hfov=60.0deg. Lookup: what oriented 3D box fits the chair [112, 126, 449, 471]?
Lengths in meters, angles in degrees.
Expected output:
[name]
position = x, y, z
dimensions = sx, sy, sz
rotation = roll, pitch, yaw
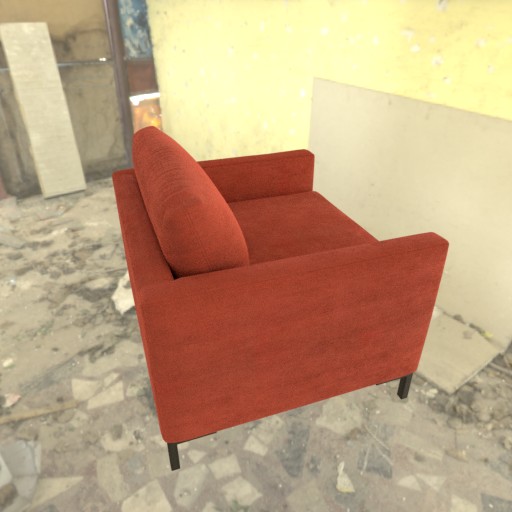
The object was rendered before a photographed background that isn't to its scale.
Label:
[chair]
position = 0.000, 0.000, 1.594
dimensions = 0.875, 0.812, 0.964
rotation = -10, 32, -17
